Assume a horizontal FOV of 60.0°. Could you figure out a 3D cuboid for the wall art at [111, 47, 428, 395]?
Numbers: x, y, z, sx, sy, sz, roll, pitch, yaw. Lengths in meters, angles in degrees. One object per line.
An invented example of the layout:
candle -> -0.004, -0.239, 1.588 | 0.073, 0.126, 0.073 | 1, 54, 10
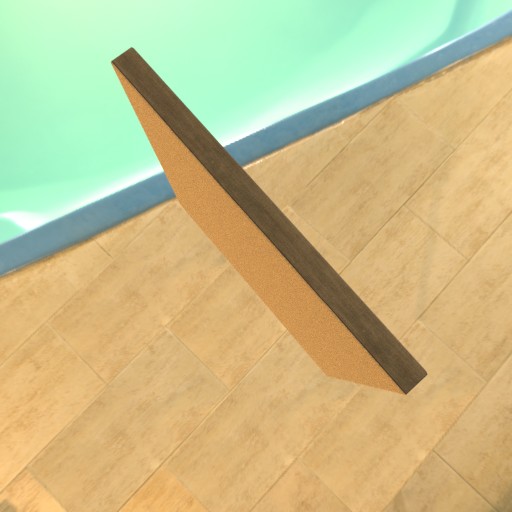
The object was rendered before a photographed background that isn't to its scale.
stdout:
wall art -> 0.000, 0.000, 1.096 | 0.050, 0.751, 0.749 | -40, 80, -8
